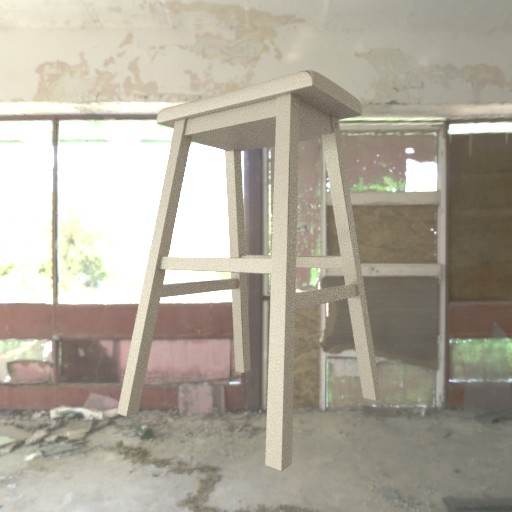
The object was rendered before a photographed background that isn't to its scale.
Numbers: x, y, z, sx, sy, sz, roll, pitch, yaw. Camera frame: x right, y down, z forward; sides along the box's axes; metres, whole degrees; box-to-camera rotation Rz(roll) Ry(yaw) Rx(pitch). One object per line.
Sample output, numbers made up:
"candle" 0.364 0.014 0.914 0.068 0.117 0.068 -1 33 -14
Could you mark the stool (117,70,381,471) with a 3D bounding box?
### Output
"stool" 0.000 0.000 1.087 0.457 0.737 0.476 1 1 36
